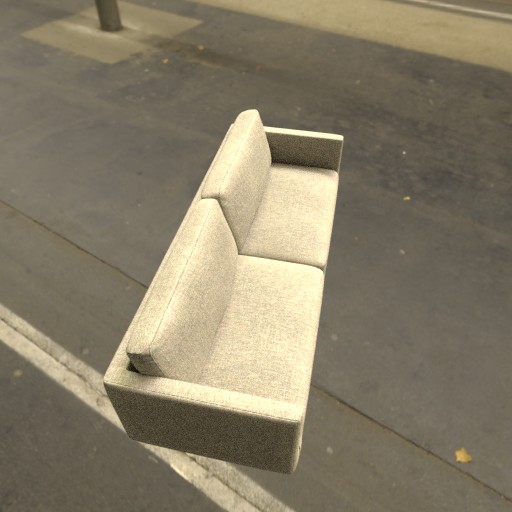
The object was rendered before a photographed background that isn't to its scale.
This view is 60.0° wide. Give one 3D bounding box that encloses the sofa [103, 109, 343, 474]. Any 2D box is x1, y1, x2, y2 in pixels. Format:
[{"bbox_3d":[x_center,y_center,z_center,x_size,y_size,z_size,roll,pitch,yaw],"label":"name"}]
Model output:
[{"bbox_3d":[0.000,0.000,2.950,0.948,0.951,2.434,9,46,8],"label":"sofa"}]
